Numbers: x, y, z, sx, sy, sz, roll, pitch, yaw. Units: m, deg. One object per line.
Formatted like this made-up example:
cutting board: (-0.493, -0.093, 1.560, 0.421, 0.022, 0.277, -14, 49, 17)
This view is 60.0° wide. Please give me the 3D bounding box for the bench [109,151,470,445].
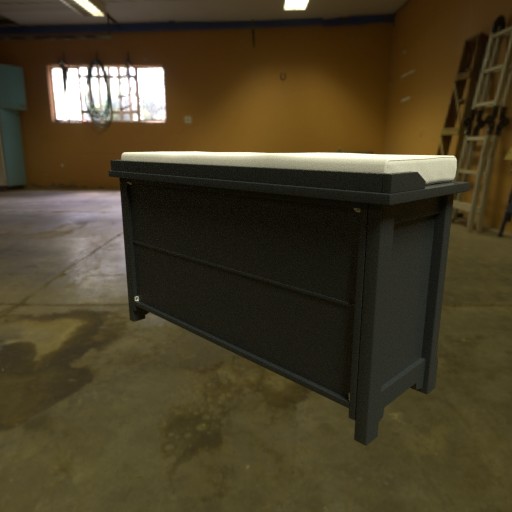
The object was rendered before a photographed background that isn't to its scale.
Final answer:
bench: (0.000, 0.000, 1.231, 0.345, 0.561, 0.973, -14, 19, -43)
